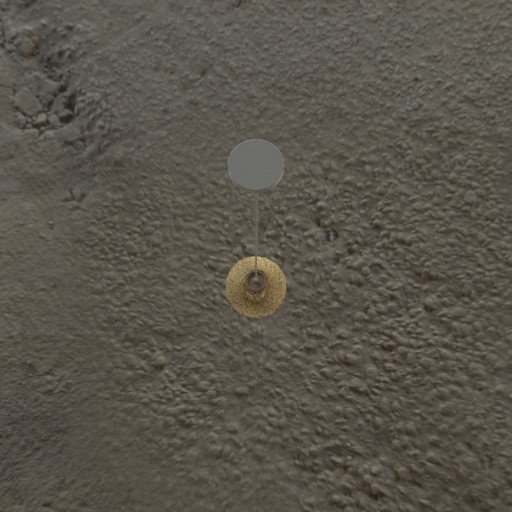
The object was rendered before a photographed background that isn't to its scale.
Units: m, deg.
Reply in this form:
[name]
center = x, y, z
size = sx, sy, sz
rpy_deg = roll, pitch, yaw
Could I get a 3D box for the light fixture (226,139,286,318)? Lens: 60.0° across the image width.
[light fixture]
center = 0.000, 0.000, 2.199
size = 0.406, 1.955, 0.407
rpy_deg = -32, 77, -8
